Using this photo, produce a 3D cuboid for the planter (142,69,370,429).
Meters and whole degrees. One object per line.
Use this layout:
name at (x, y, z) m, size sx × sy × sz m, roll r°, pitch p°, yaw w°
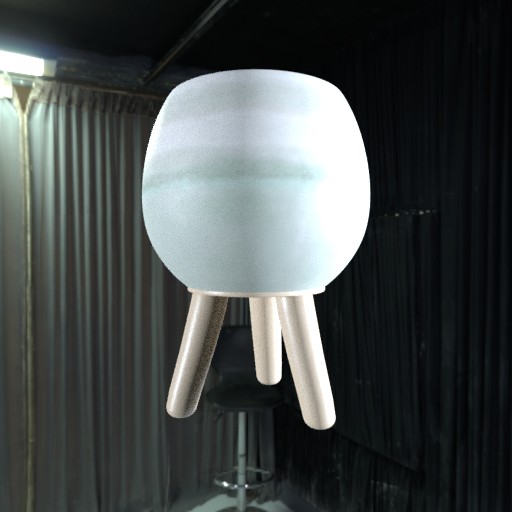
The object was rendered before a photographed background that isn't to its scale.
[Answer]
planter at (0.000, 0.000, 0.325) m, size 0.161 × 0.224 × 0.161 m, roll 0°, pitch 2°, yaw 0°
